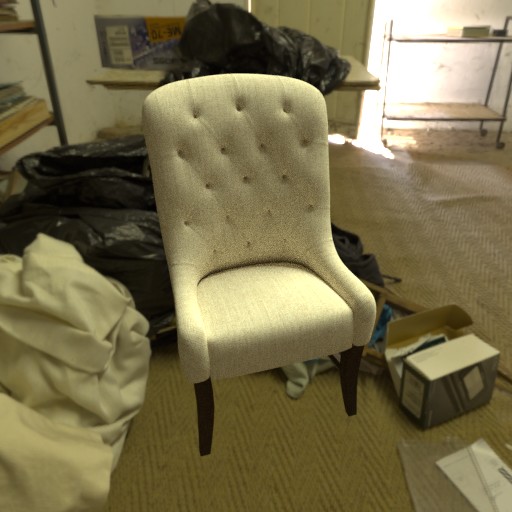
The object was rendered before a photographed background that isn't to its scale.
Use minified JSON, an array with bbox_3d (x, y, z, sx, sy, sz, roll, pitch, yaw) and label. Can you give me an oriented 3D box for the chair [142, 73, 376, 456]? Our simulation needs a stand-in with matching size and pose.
[{"bbox_3d":[0.000,0.000,1.518,0.634,1.091,0.629,-9,32,-15],"label":"chair"}]
